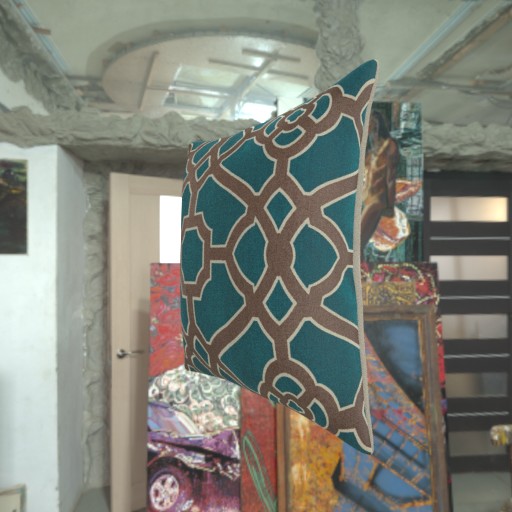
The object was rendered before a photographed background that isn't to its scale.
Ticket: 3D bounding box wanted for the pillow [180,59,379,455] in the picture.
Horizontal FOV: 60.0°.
[{"bbox_3d":[0.000,0.000,0.779,0.166,0.507,0.526,0,0,-35],"label":"pillow"}]
